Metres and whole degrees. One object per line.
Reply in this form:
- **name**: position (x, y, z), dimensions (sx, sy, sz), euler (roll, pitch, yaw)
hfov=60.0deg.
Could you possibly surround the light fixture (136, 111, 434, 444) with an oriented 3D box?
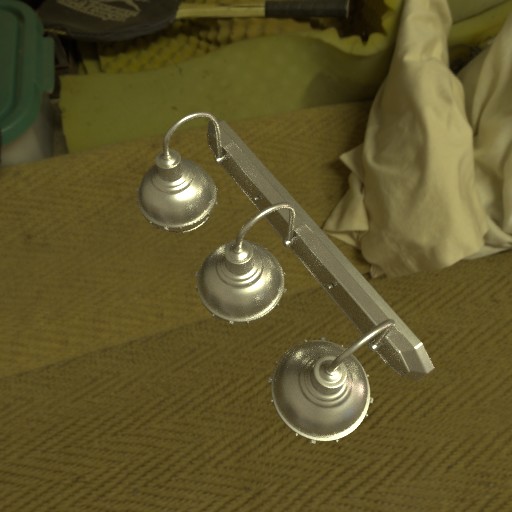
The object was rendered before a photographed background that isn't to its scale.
- **light fixture**: position (0.000, 0.000, 0.773), dimensions (0.229, 0.254, 0.634), euler (-31, 66, -16)
